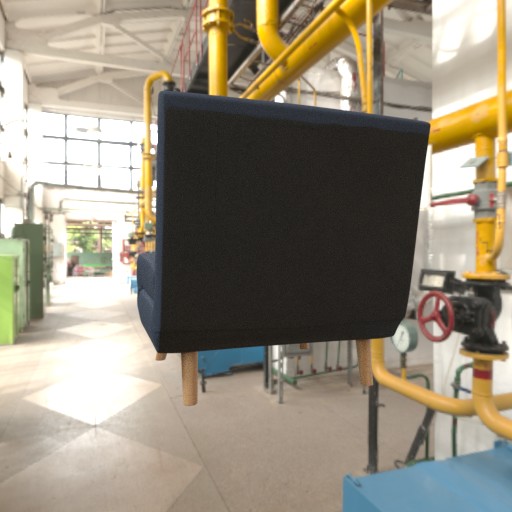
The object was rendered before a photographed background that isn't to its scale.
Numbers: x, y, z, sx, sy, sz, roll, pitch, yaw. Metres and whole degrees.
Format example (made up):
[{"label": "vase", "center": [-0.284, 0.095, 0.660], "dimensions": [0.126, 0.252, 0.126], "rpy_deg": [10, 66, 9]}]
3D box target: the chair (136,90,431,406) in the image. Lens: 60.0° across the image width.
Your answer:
[{"label": "chair", "center": [0.000, 0.000, 1.550], "dimensions": [0.770, 0.808, 0.900], "rpy_deg": [0, 0, -19]}]
